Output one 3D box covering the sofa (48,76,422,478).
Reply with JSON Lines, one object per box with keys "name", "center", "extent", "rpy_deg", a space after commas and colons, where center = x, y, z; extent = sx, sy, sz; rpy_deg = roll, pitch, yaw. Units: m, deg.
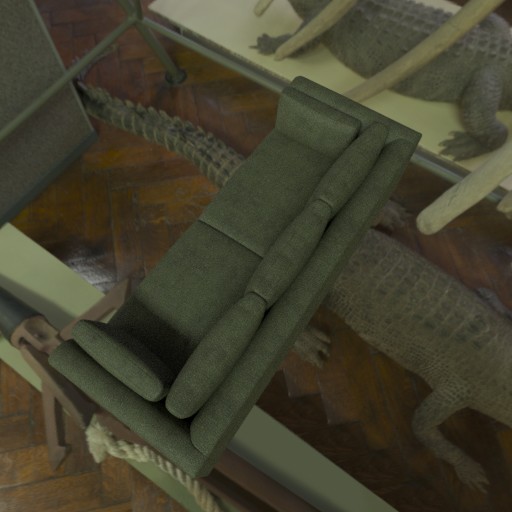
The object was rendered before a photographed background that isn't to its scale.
{"name": "sofa", "center": [0.000, 0.000, 2.833], "extent": [0.969, 0.867, 2.415], "rpy_deg": [32, 69, 14]}
